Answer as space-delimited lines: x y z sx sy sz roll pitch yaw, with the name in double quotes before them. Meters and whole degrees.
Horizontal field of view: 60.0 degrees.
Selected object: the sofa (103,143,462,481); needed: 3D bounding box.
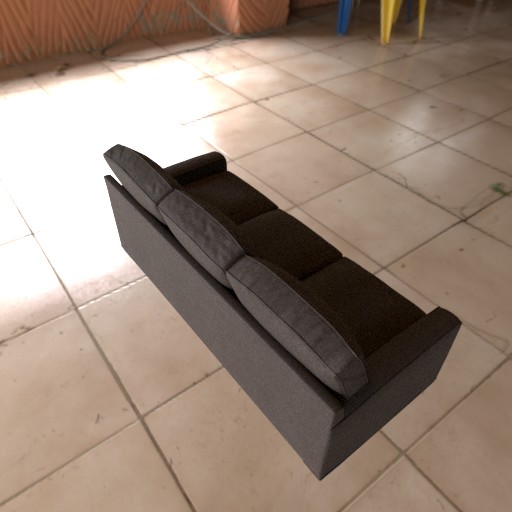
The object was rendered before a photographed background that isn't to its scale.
"sofa" 0.000 0.000 2.897 1.004 0.978 2.369 -27 49 -27
